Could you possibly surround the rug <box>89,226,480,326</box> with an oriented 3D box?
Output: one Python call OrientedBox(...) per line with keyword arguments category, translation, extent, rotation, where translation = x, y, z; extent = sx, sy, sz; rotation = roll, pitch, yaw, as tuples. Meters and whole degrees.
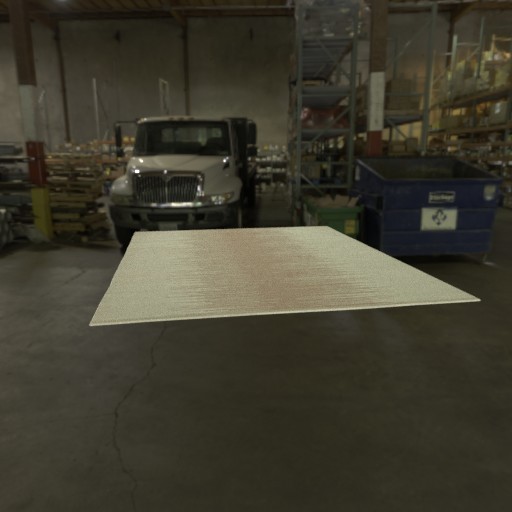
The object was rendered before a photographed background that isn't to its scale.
OrientedBox(category="rug", translation=(0.000, 0.000, 4.142), extent=(2.438, 0.013, 3.048), rotation=(-2, 13, -10))
